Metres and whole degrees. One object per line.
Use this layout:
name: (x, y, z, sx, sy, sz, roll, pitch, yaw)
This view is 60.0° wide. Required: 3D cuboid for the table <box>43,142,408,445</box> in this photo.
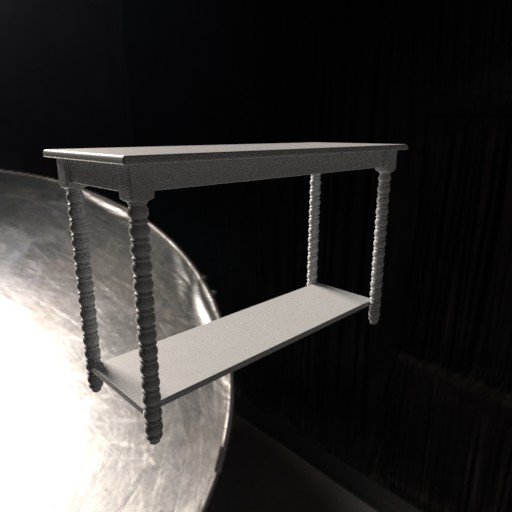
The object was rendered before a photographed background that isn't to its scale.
table: (0.000, 0.000, 1.541, 1.184, 0.740, 0.459, -15, 21, -42)
